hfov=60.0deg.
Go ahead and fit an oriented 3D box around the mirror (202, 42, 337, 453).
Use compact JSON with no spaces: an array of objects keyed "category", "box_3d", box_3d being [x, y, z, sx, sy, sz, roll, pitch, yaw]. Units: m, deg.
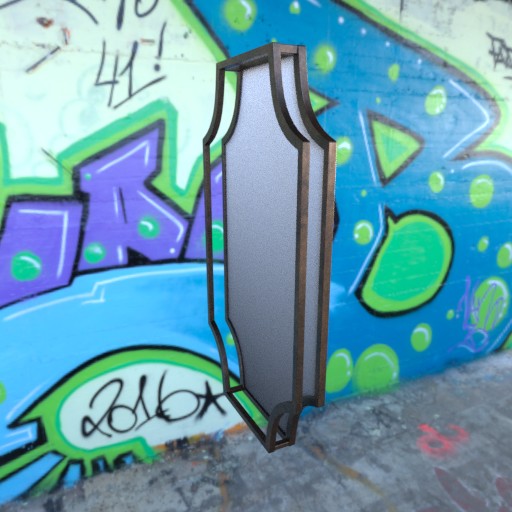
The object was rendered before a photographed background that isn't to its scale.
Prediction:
[{"category":"mirror","box_3d":[0.000,0.000,0.971,0.066,0.811,0.462,-7,17,-25]}]
